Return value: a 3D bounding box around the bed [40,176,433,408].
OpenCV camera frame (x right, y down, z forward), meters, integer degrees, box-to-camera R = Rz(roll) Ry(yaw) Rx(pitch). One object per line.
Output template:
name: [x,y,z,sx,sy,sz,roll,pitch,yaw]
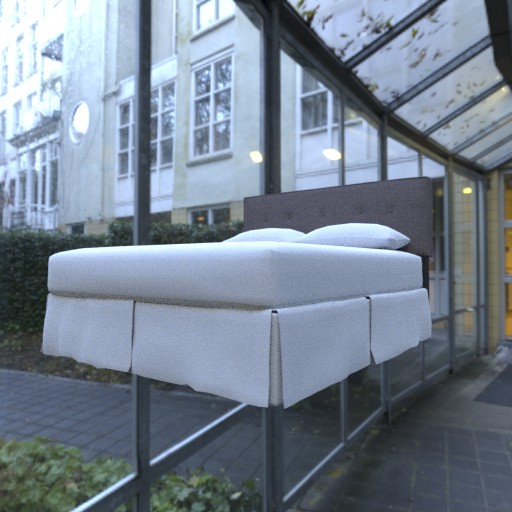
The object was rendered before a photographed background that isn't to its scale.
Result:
bed: [0.000,0.000,2.701,1.610,1.089,1.894,-1,-1,37]
